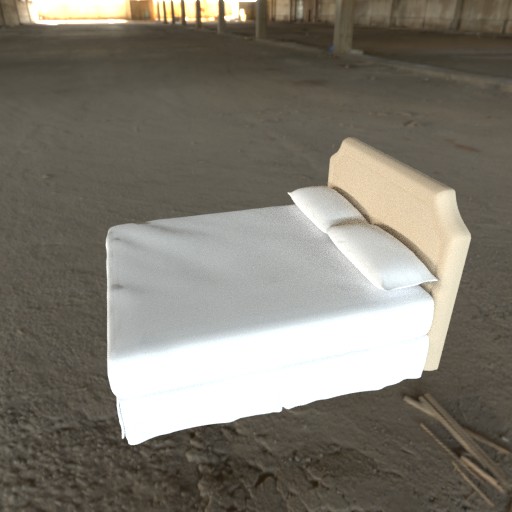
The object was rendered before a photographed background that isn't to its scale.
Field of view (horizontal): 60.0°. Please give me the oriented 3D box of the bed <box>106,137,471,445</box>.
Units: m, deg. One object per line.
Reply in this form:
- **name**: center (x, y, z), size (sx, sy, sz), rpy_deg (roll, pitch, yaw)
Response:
- **bed**: center (0.000, 0.000, 3.856), size (2.548, 1.524, 2.134), rpy_deg (-8, 30, -14)
